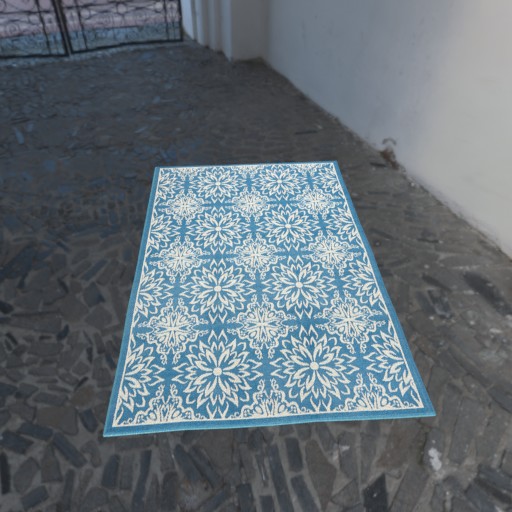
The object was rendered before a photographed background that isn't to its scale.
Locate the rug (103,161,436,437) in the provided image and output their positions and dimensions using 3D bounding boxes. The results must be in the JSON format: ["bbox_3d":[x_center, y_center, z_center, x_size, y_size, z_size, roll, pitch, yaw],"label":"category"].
[{"bbox_3d":[0.000,0.000,3.444,1.830,0.018,2.769,-3,42,-3],"label":"rug"}]
